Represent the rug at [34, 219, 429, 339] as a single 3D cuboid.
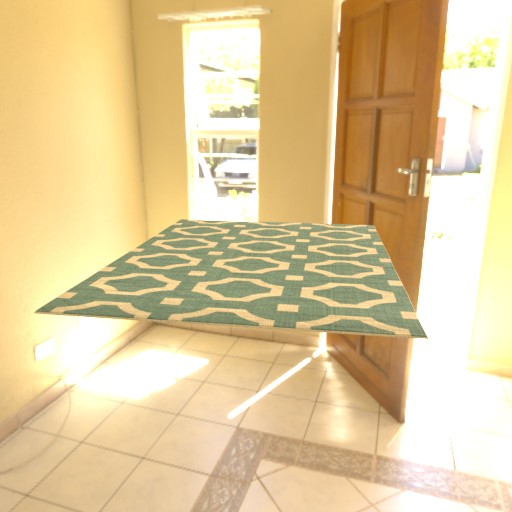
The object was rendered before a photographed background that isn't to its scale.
[{"bbox_3d":[0.000,0.000,4.154,2.466,0.021,3.049,2,16,8],"label":"rug"}]
